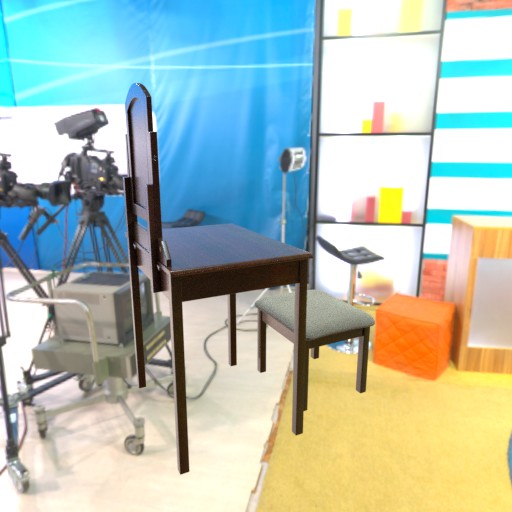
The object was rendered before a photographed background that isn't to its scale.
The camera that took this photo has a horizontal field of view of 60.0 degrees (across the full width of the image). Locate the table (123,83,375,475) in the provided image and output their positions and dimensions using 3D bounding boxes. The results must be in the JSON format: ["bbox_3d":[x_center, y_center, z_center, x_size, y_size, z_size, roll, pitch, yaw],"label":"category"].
[{"bbox_3d":[0.000,0.000,2.320,1.211,1.631,0.876,-7,16,-26],"label":"table"}]
